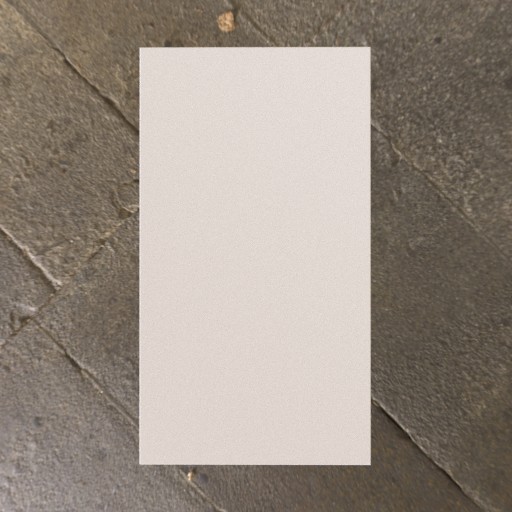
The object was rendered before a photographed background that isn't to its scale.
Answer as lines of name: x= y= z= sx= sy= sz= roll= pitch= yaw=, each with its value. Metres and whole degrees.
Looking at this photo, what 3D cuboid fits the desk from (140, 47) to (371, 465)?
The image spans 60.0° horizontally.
desk: x=0.000 y=0.000 z=1.319 sx=0.498 sy=0.729 sz=0.900 roll=0 pitch=90 yaw=0
